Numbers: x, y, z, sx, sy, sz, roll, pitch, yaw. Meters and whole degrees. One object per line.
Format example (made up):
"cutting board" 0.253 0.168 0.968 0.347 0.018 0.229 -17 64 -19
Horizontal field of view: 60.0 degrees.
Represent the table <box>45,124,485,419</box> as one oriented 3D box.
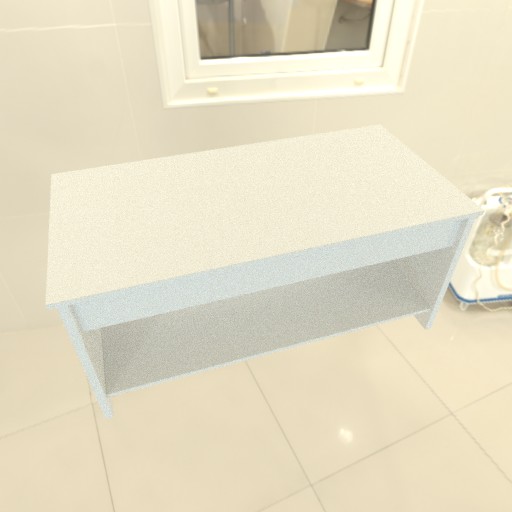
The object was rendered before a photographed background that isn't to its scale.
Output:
"table" 0.000 0.000 1.278 1.000 0.441 0.500 -12 43 -13
